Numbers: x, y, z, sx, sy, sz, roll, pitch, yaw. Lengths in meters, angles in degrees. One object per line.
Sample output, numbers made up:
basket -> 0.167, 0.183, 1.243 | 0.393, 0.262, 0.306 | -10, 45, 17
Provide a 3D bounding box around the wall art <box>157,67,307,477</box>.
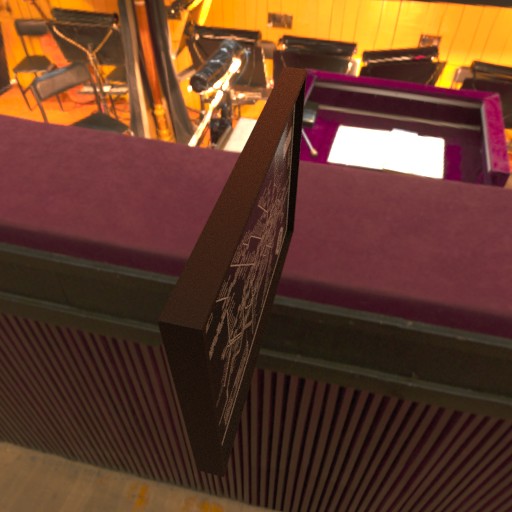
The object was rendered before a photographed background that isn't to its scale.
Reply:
wall art -> 0.000, 0.000, 0.861 | 0.051, 0.456, 0.671 | 10, 47, 10
